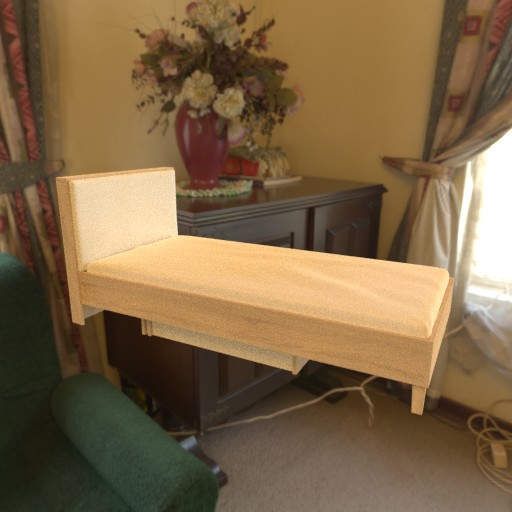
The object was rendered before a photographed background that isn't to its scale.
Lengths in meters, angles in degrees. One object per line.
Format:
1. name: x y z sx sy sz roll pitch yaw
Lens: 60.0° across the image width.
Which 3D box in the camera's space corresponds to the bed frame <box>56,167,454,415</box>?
1. bed frame: 0.000 0.000 2.662 2.140 0.920 0.990 8 17 27
